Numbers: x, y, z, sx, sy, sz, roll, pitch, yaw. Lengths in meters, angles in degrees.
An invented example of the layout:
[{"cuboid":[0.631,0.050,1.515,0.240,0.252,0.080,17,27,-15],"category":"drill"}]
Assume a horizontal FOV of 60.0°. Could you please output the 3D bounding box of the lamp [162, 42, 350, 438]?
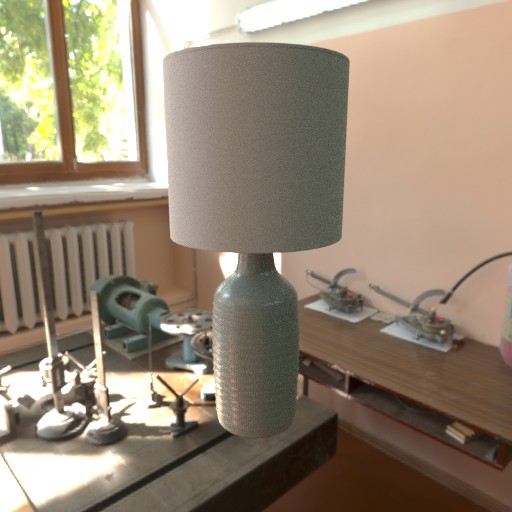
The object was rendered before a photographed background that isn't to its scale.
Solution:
[{"cuboid":[0.000,0.000,0.588,0.220,0.475,0.220,-2,13,-9],"category":"lamp"}]
